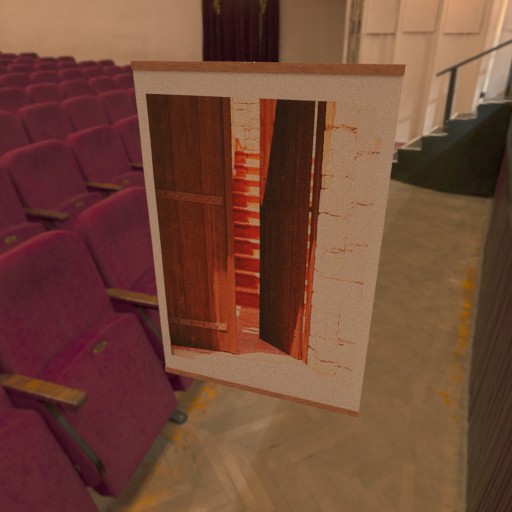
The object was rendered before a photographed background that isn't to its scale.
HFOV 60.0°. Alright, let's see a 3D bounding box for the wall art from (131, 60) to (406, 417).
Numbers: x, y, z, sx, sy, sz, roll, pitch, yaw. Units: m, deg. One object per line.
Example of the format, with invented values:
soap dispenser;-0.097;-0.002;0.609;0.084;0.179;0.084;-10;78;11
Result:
wall art;0.000;0.000;1.902;1.019;1.527;0.019;8;27;17
